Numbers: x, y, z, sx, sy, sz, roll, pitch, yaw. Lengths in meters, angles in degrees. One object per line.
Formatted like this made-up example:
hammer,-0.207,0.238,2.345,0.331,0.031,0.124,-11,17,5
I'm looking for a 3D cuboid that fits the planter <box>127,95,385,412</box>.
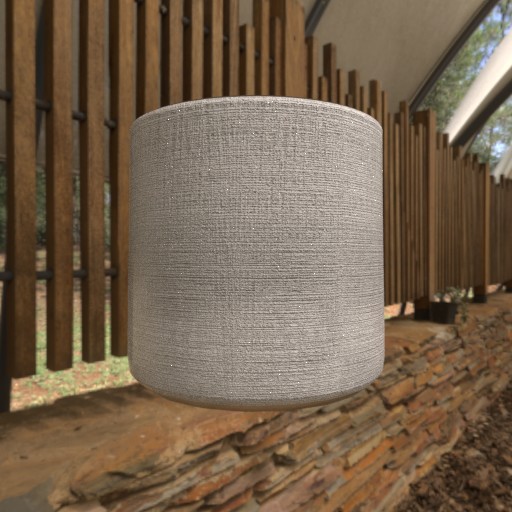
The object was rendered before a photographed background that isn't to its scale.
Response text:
planter,0.000,0.000,0.287,0.160,0.156,0.160,0,0,0
